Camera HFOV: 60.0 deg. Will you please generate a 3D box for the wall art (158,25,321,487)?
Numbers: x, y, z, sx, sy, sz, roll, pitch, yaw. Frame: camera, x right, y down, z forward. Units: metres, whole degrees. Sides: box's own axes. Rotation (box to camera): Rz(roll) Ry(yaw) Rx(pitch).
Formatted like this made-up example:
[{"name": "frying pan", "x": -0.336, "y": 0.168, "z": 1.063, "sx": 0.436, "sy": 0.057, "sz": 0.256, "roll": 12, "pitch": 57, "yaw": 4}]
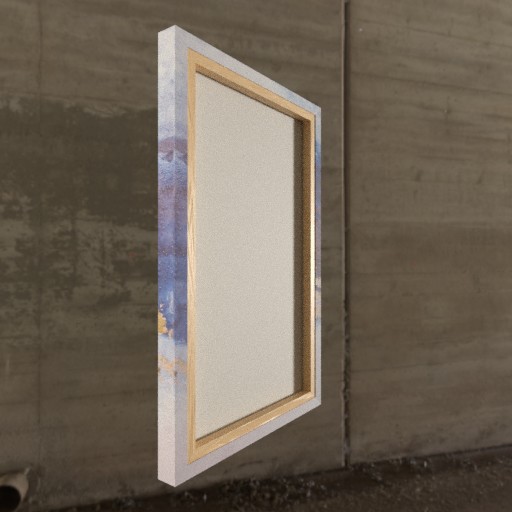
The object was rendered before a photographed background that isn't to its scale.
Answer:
[{"name": "wall art", "x": 0.000, "y": 0.000, "z": 1.087, "sx": 0.048, "sy": 0.874, "sz": 0.583, "roll": 0, "pitch": 0, "yaw": 36}]
